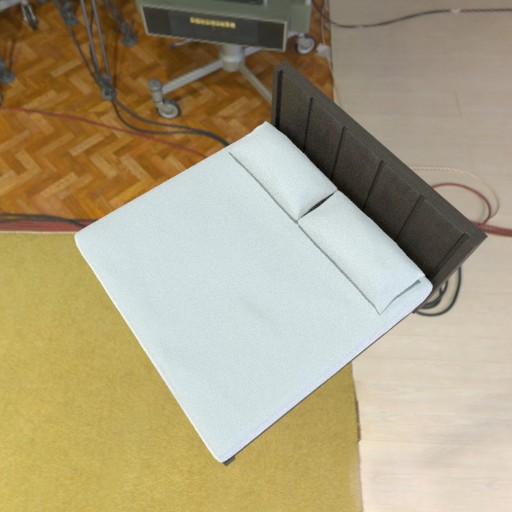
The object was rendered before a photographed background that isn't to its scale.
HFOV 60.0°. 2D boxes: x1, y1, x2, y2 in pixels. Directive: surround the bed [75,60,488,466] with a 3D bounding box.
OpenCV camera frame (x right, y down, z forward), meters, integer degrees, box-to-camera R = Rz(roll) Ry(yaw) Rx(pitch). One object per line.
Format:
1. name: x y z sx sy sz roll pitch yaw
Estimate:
1. bed: 0.000 0.000 3.571 2.238 1.261 2.143 -34 67 -16
